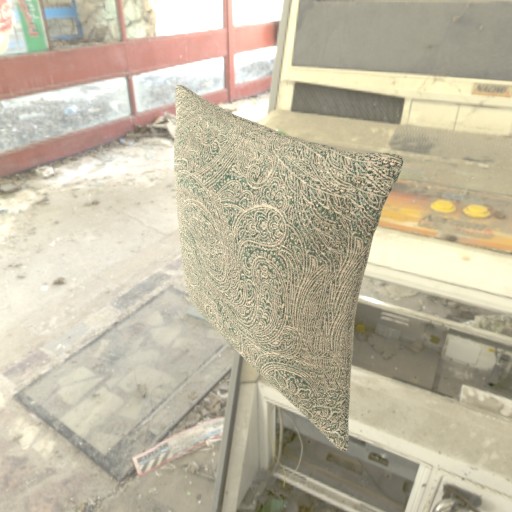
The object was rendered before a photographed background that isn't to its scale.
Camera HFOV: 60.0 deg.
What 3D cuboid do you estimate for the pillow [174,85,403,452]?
[{"bbox_3d":[0.000,0.000,0.791,0.166,0.507,0.526,-21,37,-30],"label":"pillow"}]
